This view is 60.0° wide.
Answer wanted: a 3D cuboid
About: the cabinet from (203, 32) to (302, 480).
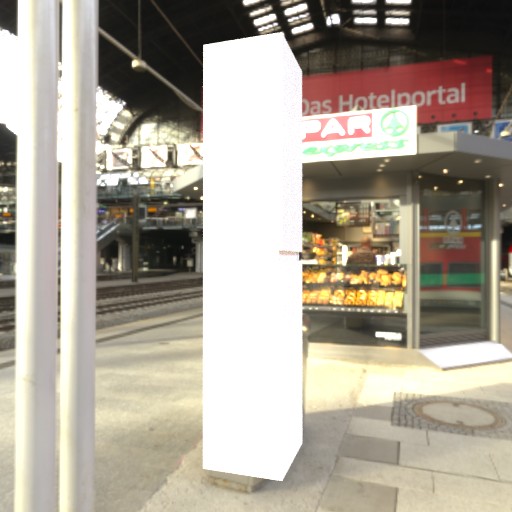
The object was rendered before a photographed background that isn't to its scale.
[{"bbox_3d":[0.000,0.000,1.567,0.269,1.400,0.300,0,-1,18],"label":"cabinet"}]
